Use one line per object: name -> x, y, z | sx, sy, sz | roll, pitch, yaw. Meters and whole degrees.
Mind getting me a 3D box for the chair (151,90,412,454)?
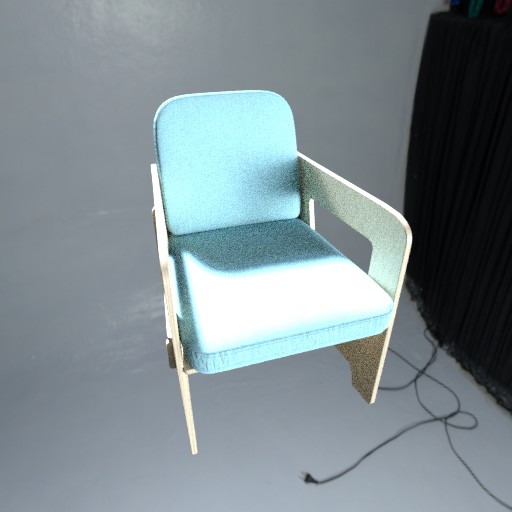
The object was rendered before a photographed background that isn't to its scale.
chair -> 0.000, 0.000, 1.279 | 0.590, 0.800, 0.710 | -10, 32, -16
